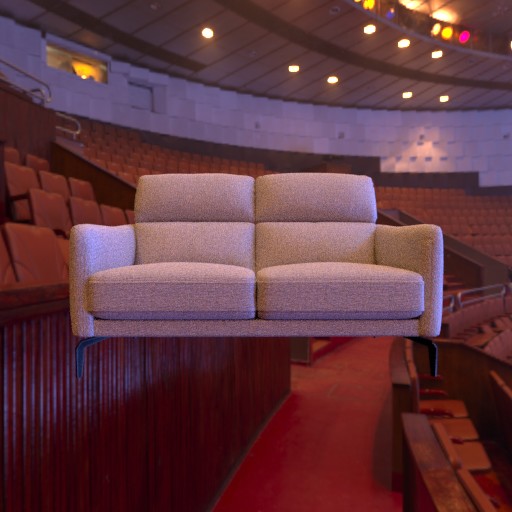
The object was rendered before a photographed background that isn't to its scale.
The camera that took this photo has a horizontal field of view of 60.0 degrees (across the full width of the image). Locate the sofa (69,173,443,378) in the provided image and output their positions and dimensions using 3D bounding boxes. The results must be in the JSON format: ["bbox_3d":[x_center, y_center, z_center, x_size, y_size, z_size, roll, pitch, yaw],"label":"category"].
[{"bbox_3d":[0.000,0.000,2.158,1.540,0.950,0.905,0,0,-1],"label":"sofa"}]
